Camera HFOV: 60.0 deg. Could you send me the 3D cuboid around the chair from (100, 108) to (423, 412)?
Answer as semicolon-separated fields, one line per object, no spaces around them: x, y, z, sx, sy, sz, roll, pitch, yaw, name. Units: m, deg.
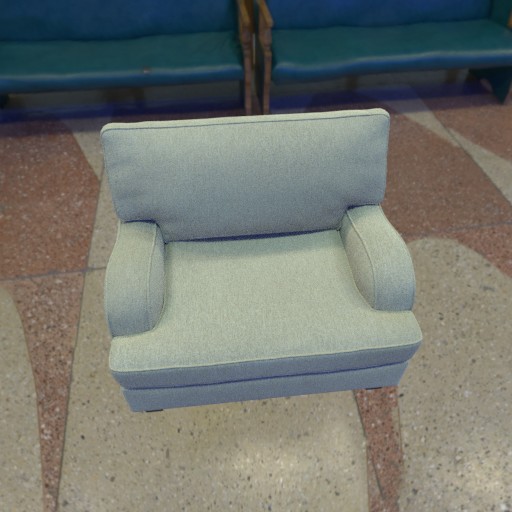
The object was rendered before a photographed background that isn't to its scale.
0.000;0.000;1.969;1.220;1.016;1.041;-5;47;-4;chair
